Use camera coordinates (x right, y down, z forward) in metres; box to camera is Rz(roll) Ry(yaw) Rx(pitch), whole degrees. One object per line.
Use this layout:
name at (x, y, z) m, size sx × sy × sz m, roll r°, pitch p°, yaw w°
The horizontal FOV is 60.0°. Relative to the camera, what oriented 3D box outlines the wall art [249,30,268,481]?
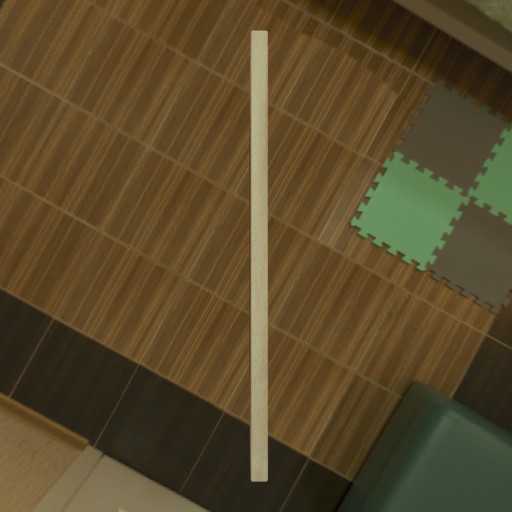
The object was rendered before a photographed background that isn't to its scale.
wall art at (0.000, 0.000, 1.376) m, size 0.038 × 0.763 × 1.015 m, roll 0°, pitch 90°, yaw -1°
